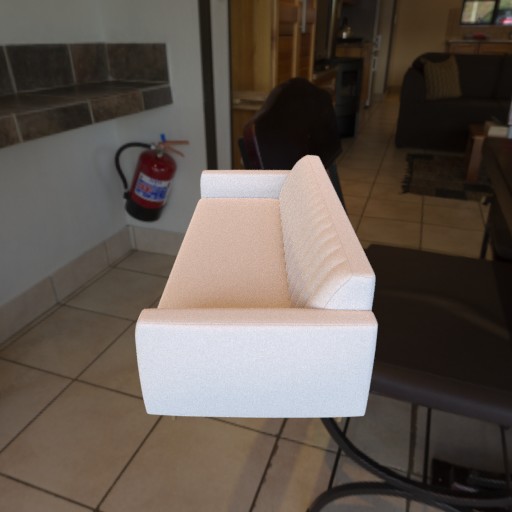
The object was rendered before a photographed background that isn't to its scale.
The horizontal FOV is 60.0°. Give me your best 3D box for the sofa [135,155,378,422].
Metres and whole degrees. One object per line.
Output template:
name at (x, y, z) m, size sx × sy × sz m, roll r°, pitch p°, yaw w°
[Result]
sofa at (0.000, 0.000, 2.821) m, size 0.990 × 0.821 × 2.291 m, roll 0°, pitch 26°, yaw 1°
